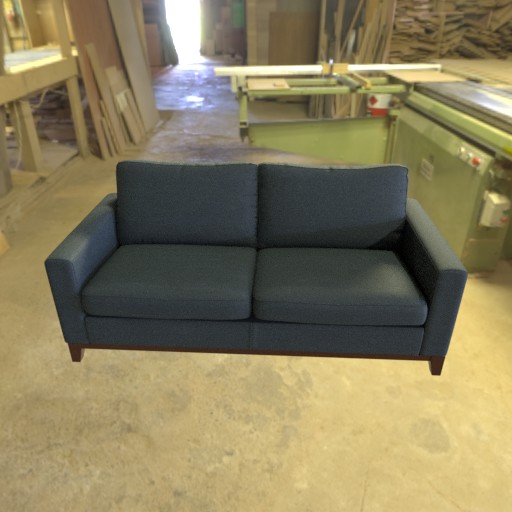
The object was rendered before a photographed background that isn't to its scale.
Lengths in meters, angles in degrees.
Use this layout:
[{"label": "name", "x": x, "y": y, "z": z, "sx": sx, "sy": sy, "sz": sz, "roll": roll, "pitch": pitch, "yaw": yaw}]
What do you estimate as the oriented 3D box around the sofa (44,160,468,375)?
[{"label": "sofa", "x": 0.000, "y": 0.000, "z": 2.389, "sx": 1.900, "sy": 0.865, "sz": 0.877, "roll": 1, "pitch": 29, "yaw": 3}]
